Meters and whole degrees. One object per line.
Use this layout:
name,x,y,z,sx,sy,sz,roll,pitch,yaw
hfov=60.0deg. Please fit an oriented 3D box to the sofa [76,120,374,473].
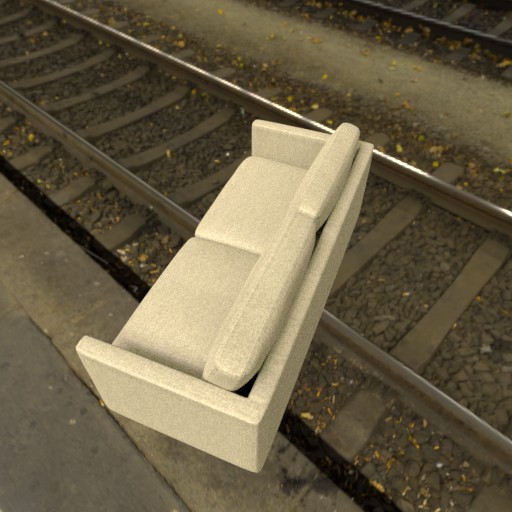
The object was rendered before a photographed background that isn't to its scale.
sofa,0.000,0.000,2.786,0.956,0.960,2.208,17,49,15
